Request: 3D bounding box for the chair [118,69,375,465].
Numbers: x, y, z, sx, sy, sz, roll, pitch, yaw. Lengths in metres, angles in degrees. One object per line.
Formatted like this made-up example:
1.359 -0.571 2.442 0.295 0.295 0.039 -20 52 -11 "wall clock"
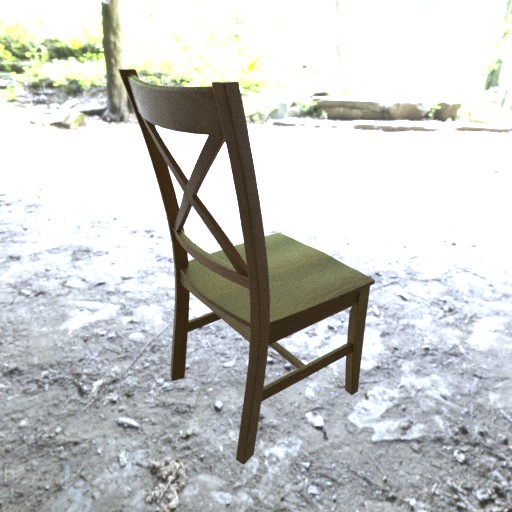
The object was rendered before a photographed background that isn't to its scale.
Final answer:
0.000 0.000 1.270 0.542 0.983 0.485 -18 31 -32 "chair"
